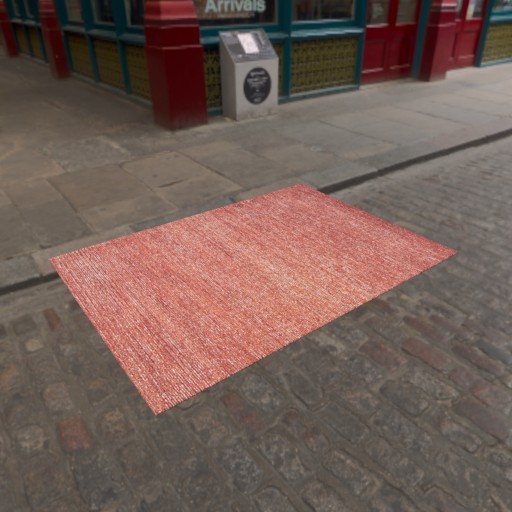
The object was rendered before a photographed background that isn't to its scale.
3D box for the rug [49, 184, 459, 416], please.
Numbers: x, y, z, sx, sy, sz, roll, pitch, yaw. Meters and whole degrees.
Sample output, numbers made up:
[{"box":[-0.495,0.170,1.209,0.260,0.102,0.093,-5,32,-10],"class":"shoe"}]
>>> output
[{"box":[0.000,0.000,5.236,3.965,0.025,2.803,-21,37,-31],"class":"rug"}]
